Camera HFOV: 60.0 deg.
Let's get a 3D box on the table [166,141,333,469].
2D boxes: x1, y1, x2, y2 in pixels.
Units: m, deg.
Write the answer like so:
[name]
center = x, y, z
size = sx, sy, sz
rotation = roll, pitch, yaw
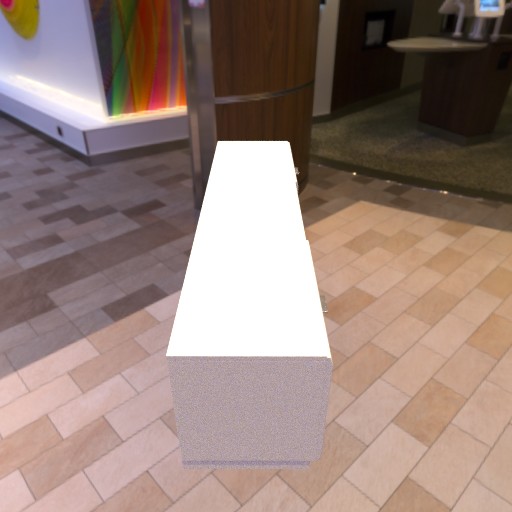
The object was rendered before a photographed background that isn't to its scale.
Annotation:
[table]
center = 0.000, 0.000, 1.770
size = 0.400, 0.440, 1.550
rotation = 0, 32, 0
